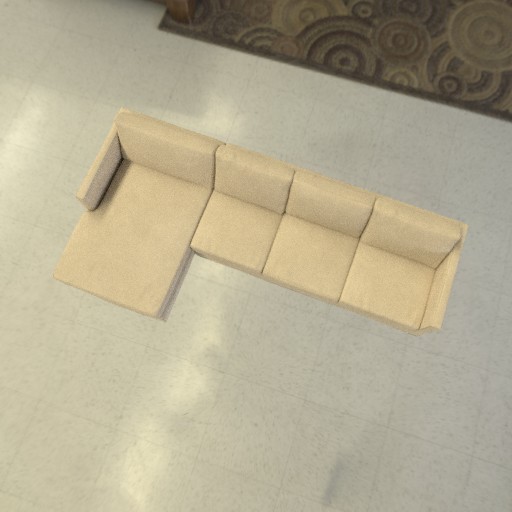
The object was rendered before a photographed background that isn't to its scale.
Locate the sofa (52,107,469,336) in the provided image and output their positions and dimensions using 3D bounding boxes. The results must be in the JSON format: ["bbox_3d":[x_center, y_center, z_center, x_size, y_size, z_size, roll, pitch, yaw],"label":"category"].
[{"bbox_3d":[0.000,0.000,3.852,3.186,0.846,1.625,20,76,5],"label":"sofa"}]
